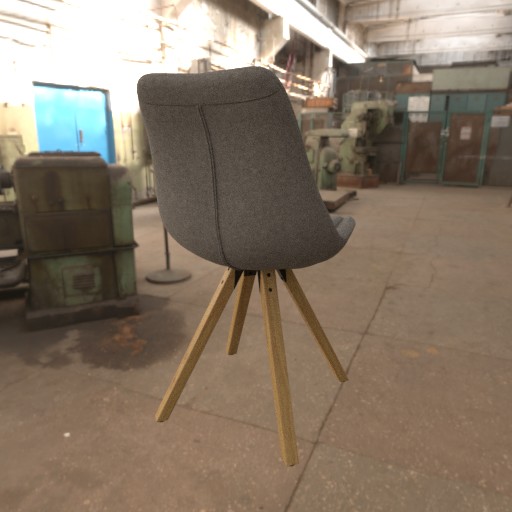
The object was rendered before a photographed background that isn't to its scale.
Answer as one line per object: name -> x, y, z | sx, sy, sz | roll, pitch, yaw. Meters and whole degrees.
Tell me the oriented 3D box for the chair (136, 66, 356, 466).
chair -> 0.000, 0.000, 1.183 | 0.483, 0.865, 0.550 | 7, 17, 25
